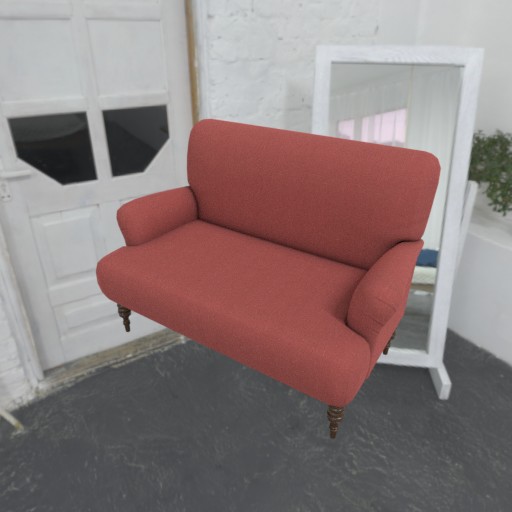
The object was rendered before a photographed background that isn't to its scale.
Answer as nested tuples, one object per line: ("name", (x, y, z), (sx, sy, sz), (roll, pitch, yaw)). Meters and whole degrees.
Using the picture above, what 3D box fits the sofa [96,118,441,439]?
("sofa", (0.000, 0.000, 1.873), (1.297, 0.889, 0.779), (18, 34, 29))
